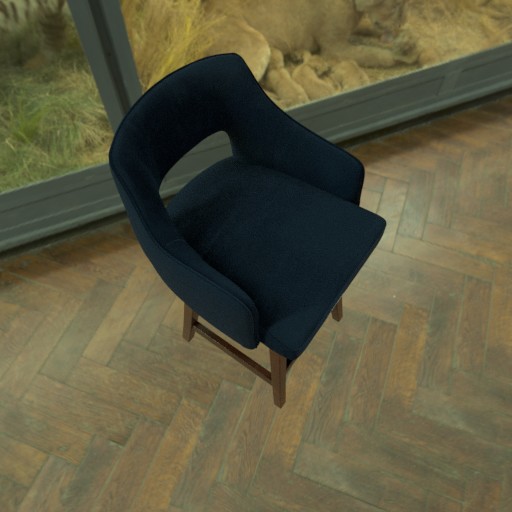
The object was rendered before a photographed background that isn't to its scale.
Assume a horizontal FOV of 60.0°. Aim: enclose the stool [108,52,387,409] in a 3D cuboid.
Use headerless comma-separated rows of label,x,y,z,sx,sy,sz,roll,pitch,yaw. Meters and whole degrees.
stool,0.000,0.000,1.288,0.560,0.940,0.550,31,63,18
